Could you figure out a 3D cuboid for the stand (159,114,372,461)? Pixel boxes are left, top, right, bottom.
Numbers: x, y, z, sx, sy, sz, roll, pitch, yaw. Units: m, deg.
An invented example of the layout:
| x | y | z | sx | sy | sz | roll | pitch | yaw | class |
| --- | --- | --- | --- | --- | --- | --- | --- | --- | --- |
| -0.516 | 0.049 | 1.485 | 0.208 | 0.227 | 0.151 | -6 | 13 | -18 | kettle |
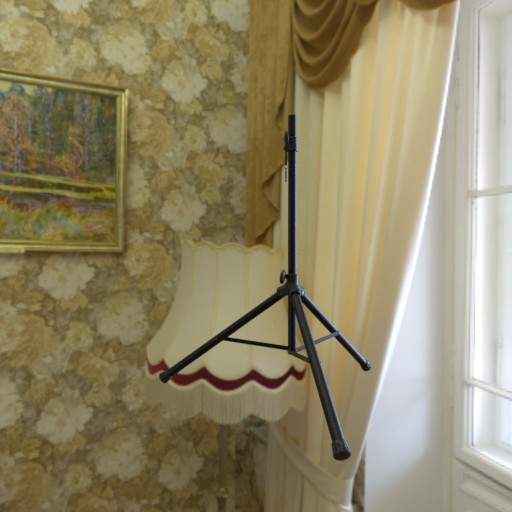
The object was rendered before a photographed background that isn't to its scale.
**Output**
| x | y | z | sx | sy | sz | roll | pitch | yaw | class |
| --- | --- | --- | --- | --- | --- | --- | --- | --- | --- |
| 0.000 | 0.000 | 1.841 | 0.907 | 1.136 | 1.045 | 0 | 0 | 19 | stand |
